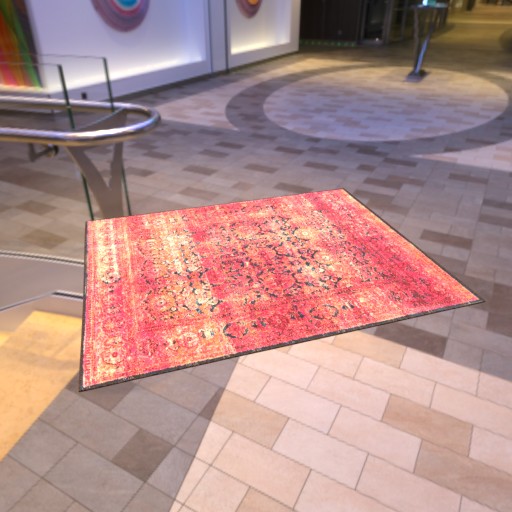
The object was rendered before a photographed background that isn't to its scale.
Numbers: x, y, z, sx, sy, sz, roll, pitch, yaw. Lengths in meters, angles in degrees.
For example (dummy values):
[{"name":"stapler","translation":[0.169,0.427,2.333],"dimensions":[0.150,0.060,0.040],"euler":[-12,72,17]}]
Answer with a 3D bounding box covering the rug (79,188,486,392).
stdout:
[{"name":"rug","translation":[0.000,0.000,4.077],"dimensions":[3.032,0.020,2.411],"euler":[-9,32,-15]}]
